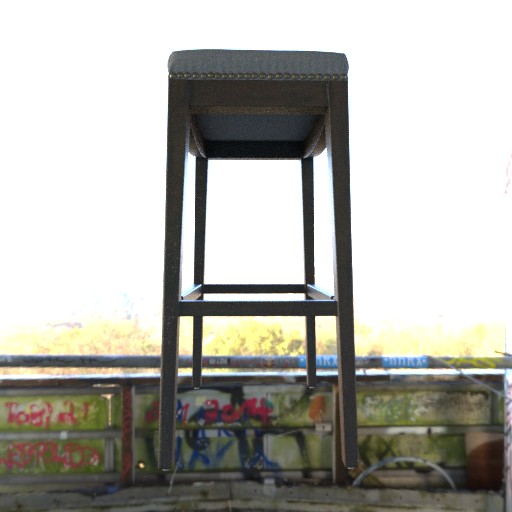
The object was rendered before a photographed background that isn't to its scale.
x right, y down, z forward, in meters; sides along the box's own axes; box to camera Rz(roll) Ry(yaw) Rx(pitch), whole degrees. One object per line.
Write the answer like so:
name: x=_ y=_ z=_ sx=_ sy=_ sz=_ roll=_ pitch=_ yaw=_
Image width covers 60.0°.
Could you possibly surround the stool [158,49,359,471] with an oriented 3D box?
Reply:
stool: x=0.000 y=0.000 z=1.037 sx=0.356 sy=0.762 sz=0.508 roll=0 pitch=0 yaw=-1
